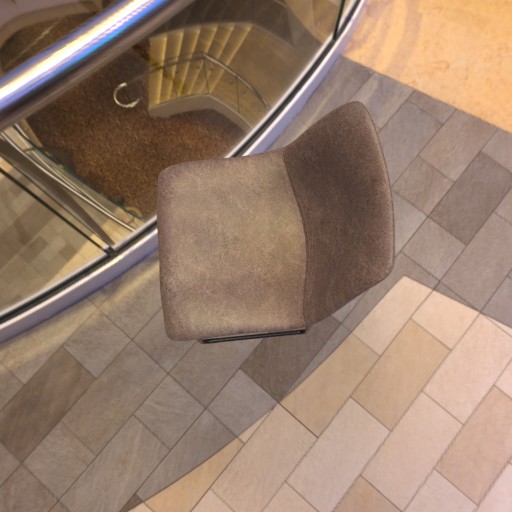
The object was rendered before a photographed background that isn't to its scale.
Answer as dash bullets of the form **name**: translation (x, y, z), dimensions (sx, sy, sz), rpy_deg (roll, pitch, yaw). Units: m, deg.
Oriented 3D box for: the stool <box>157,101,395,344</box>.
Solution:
- **stool**: translation (0.000, 0.000, 1.420), dimensions (0.561, 1.082, 0.514), rpy_deg (-5, 76, -1)
